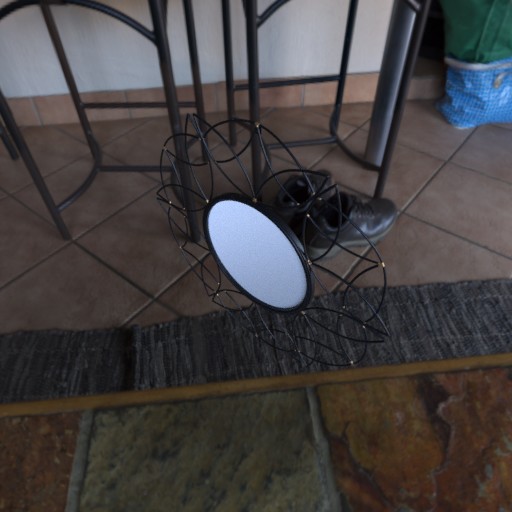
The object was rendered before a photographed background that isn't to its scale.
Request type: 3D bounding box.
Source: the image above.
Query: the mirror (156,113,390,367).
[{"bbox_3d":[0.000,0.000,1.184,0.797,0.775,0.028,32,54,27],"label":"mirror"}]
